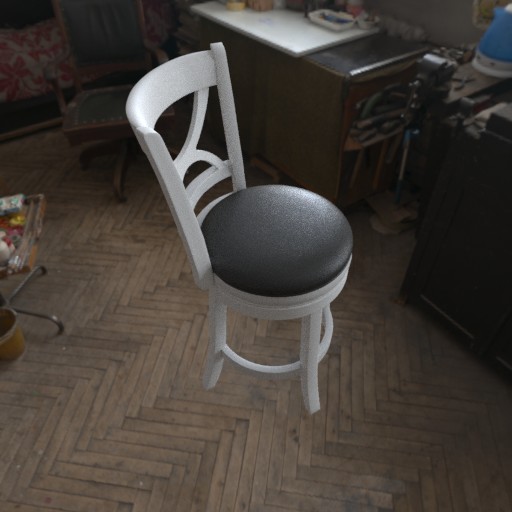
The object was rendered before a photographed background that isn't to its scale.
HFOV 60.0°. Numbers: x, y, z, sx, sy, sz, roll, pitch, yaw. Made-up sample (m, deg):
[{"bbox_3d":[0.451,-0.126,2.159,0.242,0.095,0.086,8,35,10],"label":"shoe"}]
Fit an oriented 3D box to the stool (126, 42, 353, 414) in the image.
[{"bbox_3d":[0.000,0.000,1.224,0.508,0.953,0.444,10,46,10],"label":"stool"}]
